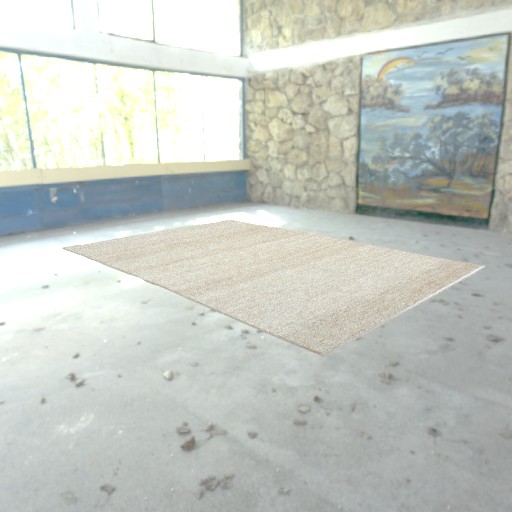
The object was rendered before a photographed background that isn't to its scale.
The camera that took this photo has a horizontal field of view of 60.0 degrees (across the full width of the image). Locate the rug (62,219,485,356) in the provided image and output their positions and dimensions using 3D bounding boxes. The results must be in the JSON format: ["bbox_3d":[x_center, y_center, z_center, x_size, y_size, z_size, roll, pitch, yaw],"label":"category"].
[{"bbox_3d":[0.000,0.000,2.876,1.596,0.030,2.283,-14,20,-43],"label":"rug"}]
